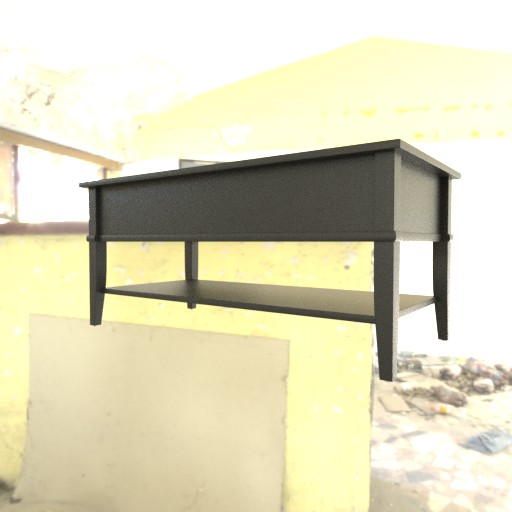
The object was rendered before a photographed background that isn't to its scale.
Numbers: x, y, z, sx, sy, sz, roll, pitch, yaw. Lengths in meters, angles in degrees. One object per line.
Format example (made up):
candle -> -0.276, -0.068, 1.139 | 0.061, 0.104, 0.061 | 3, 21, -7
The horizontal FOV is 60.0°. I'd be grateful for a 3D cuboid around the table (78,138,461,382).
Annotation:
table -> 0.000, 0.000, 1.347 | 1.044, 0.470, 0.523 | 1, 2, 36
